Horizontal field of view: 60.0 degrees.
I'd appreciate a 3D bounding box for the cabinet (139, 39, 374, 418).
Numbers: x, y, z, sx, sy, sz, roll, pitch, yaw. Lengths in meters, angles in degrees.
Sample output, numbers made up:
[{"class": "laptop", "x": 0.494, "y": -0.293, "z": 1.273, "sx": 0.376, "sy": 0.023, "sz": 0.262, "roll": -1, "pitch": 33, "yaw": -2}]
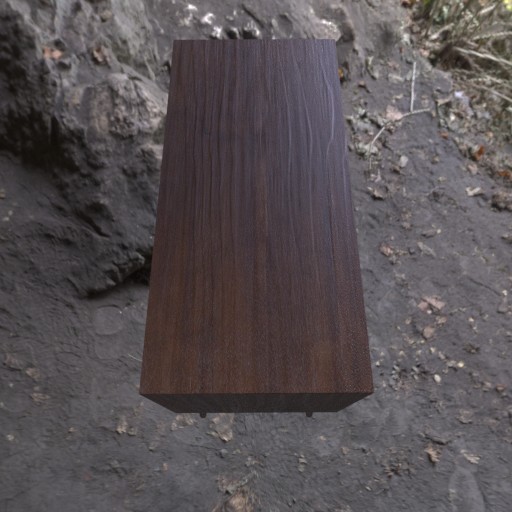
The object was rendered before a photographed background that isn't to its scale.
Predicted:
[{"class": "cabinet", "x": 0.000, "y": 0.000, "z": 1.113, "sx": 0.354, "sy": 0.654, "sz": 0.743, "roll": 0, "pitch": 66, "yaw": 0}]
